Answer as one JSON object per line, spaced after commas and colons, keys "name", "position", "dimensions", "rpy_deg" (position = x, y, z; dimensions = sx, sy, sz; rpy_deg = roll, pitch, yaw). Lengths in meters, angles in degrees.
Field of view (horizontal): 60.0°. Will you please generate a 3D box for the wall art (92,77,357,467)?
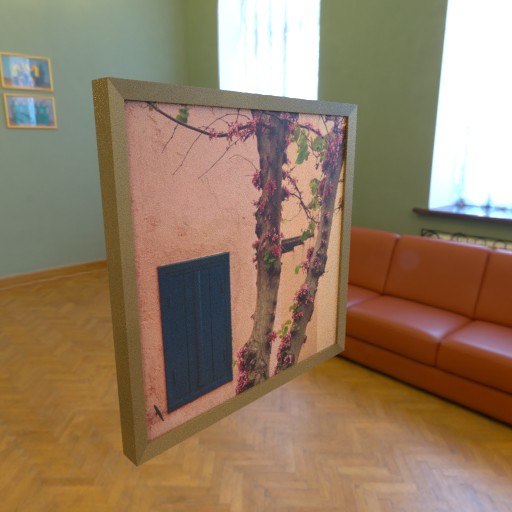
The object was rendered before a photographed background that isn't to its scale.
{"name": "wall art", "position": [0.000, 0.000, 0.742], "dimensions": [0.038, 0.508, 0.507], "rpy_deg": [14, 20, 43]}
